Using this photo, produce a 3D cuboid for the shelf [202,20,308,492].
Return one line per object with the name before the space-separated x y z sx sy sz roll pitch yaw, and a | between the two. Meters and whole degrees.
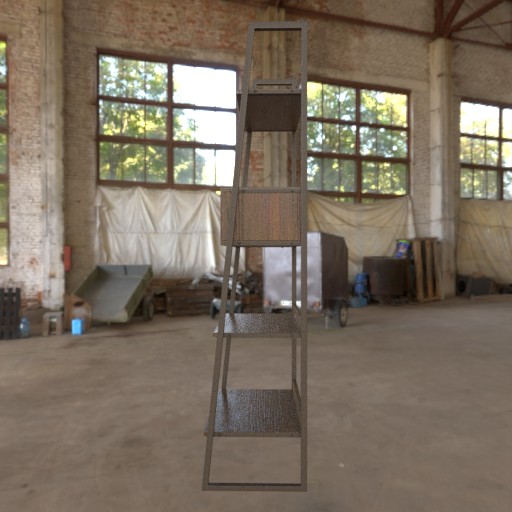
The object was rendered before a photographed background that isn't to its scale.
shelf | 0.000 0.000 2.210 0.454 2.005 0.652 0 1 1
